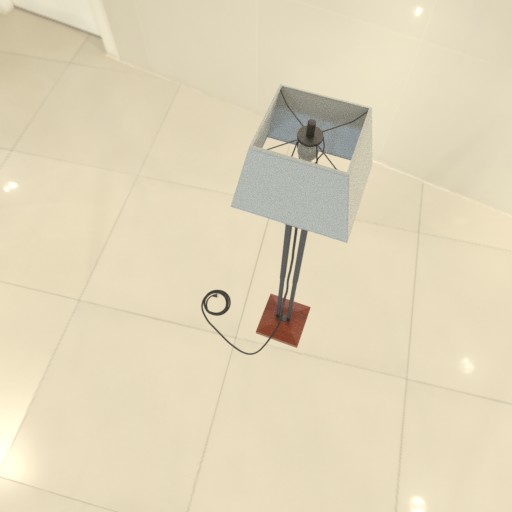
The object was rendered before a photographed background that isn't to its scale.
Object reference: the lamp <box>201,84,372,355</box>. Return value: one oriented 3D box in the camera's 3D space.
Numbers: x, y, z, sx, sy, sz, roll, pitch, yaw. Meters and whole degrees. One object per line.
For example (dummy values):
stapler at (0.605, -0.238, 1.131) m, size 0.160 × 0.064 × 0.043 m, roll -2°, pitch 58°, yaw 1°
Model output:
lamp at (0.000, 0.000, 2.078) m, size 0.745 × 1.712 × 0.472 m, roll 18°, pitch 63°, yaw 10°
